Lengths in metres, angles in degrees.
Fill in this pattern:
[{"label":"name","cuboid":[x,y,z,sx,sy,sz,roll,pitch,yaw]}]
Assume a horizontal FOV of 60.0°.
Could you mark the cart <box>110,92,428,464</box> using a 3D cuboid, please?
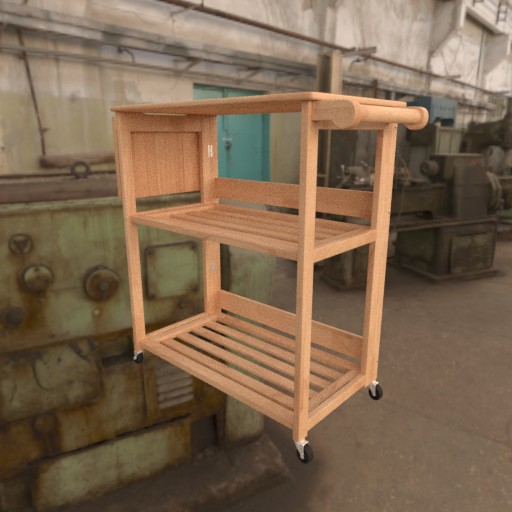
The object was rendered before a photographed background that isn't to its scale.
[{"label":"cart","cuboid":[0.000,0.000,1.352,0.853,0.879,0.432,14,21,40]}]
